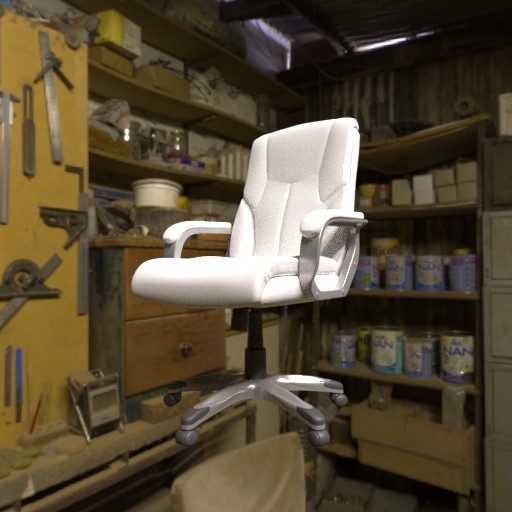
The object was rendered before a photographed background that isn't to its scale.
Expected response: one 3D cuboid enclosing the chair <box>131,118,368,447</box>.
[{"bbox_3d":[0.000,0.000,1.584,0.687,1.120,0.738,-1,-2,37],"label":"chair"}]
